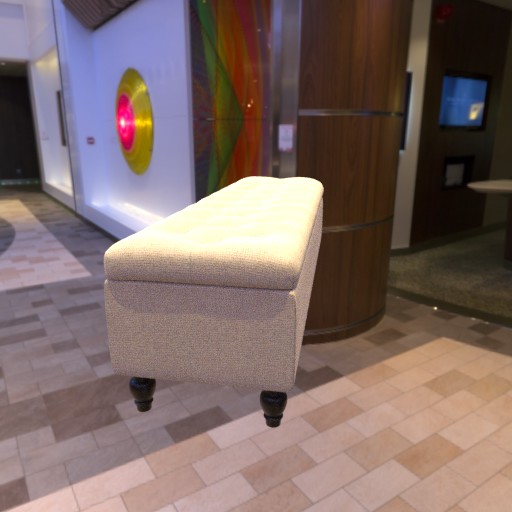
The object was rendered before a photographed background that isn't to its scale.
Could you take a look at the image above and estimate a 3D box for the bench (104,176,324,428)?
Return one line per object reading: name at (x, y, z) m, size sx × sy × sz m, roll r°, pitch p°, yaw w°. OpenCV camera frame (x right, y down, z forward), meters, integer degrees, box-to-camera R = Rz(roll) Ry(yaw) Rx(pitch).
bench at (0.000, 0.000, 1.712) m, size 0.455 × 0.467 × 1.480 m, roll 3°, pitch 16°, yaw 10°
